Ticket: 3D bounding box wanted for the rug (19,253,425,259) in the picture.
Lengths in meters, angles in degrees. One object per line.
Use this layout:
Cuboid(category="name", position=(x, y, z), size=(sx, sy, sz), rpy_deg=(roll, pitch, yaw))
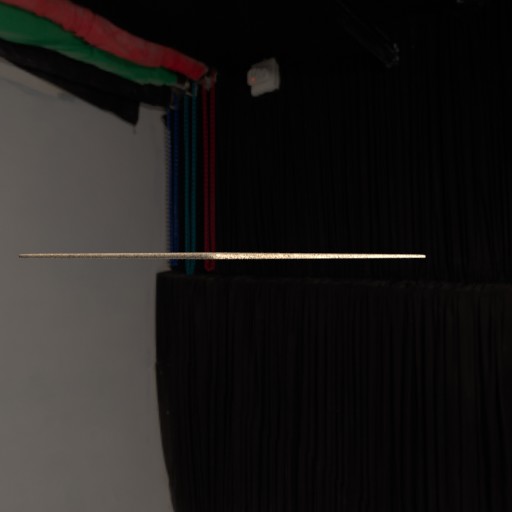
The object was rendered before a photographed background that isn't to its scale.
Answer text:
Cuboid(category="rug", position=(0.000, 0.000, 3.017), size=(1.539, 0.024, 2.469), rpy_deg=(0, 0, 37))
